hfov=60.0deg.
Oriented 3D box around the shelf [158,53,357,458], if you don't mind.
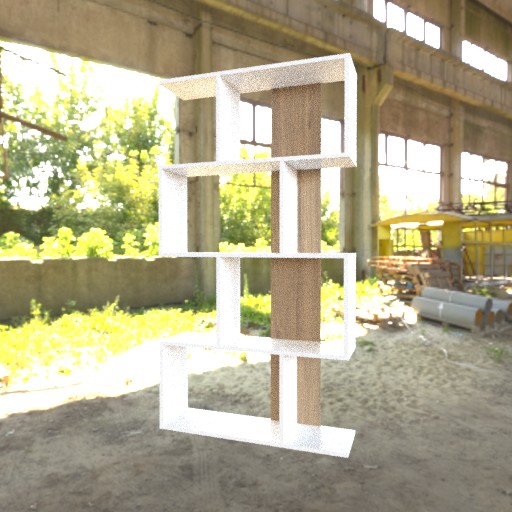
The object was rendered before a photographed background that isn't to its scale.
[{"bbox_3d":[0.000,0.000,2.070,0.890,1.650,0.250,0,1,19],"label":"shelf"}]
